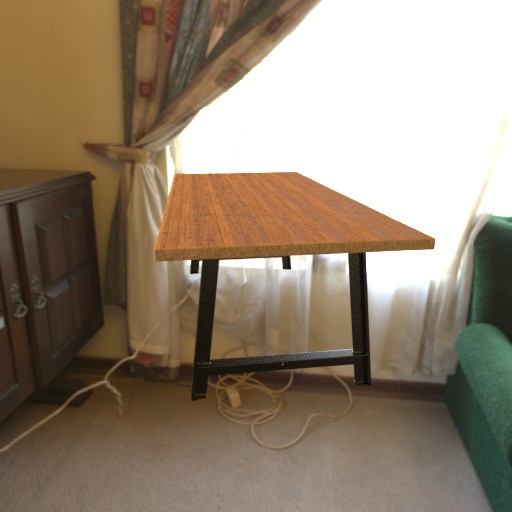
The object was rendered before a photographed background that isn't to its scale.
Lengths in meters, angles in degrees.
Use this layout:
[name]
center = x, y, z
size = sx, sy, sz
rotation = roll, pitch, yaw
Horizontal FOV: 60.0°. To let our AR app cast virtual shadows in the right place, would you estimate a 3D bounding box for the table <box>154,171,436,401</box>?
[table]
center = 0.000, 0.000, 2.684
size = 1.000, 0.757, 2.200
rotation = -2, 17, -8
